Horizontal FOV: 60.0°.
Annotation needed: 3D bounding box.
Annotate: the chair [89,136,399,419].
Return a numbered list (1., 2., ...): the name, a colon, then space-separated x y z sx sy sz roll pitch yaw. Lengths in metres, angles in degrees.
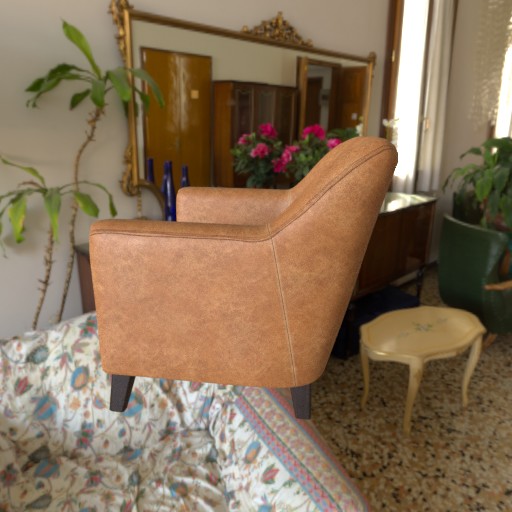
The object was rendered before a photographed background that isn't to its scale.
1. chair: 0.000 0.000 1.879 1.034 0.980 1.037 3 16 9
